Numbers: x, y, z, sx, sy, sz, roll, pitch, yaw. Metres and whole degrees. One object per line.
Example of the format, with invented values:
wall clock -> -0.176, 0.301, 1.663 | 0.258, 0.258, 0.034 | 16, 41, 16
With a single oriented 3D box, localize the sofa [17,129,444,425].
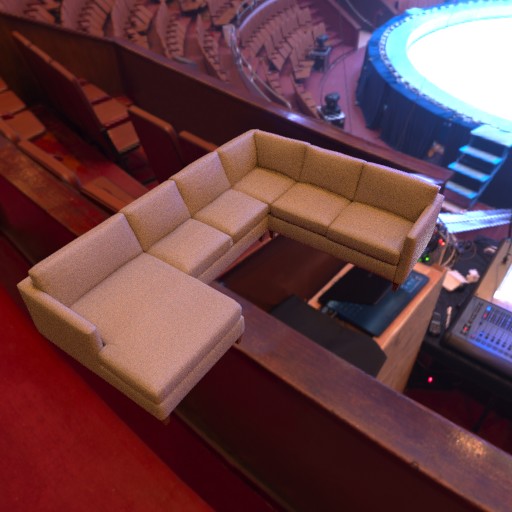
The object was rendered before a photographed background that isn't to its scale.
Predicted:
sofa -> 0.000, 0.000, 4.396 | 2.594, 0.961, 3.460 | 25, 47, 25
